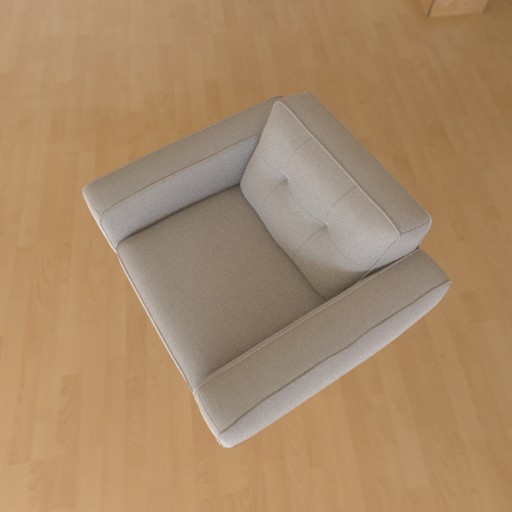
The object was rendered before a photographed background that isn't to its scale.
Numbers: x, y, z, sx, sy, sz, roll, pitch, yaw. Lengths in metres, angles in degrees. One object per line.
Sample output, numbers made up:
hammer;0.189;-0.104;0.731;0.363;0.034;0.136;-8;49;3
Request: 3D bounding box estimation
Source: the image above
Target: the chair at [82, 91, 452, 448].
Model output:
chair;0.000;0.000;1.773;0.953;0.779;1.115;-29;66;-14
